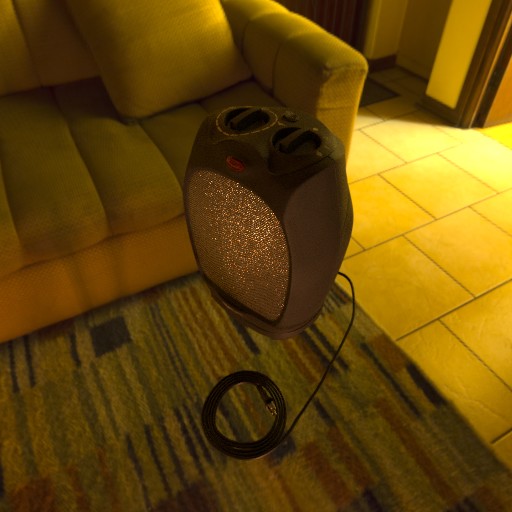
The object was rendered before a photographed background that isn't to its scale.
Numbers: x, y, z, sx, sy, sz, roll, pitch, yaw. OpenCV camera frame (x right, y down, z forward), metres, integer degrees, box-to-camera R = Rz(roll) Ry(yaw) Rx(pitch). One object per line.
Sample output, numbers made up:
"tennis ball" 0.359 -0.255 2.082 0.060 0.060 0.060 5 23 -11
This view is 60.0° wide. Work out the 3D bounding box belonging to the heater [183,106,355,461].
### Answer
"heater" 0.000 0.000 0.477 0.239 0.255 0.291 32 53 28
